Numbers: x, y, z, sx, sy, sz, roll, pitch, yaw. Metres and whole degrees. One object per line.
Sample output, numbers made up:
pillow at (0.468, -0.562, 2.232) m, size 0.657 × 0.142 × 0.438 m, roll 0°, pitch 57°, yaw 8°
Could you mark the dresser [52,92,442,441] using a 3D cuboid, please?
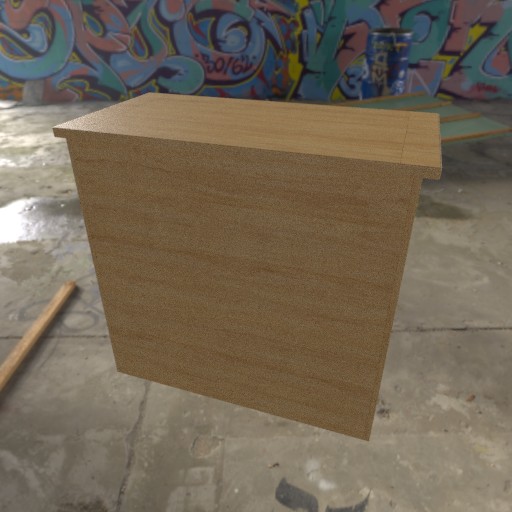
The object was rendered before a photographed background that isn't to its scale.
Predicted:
dresser at (0.000, 0.000, 1.208) m, size 0.800 × 0.730 × 0.410 m, roll 10°, pitch 32°, yaw 16°
